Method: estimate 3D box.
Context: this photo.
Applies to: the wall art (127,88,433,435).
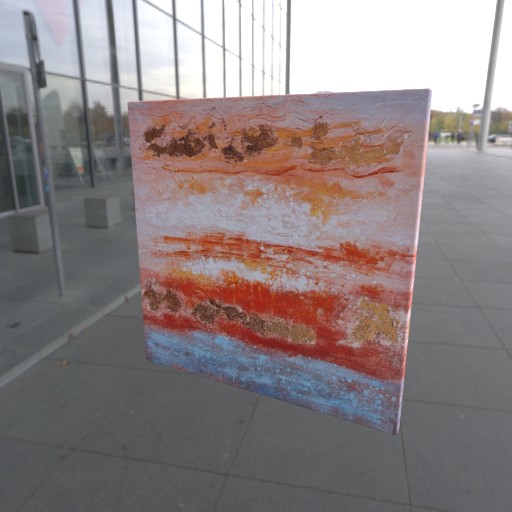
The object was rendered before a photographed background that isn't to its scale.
[{"bbox_3d":[0.000,0.000,1.098,0.747,0.747,0.035,8,17,27],"label":"wall art"}]
